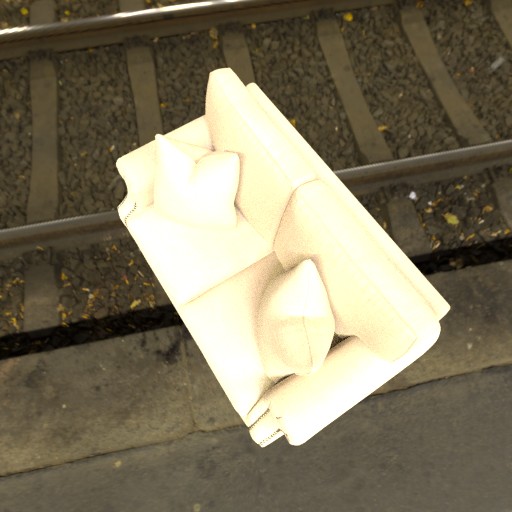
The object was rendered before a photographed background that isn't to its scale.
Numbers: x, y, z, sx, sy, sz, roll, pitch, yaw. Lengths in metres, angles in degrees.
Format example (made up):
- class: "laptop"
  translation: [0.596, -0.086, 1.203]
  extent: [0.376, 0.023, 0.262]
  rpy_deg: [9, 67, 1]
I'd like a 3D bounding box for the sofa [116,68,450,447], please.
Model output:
- class: "sofa"
  translation: [0.000, 0.000, 2.274]
  extent: [0.966, 0.966, 1.701]
  rpy_deg: [-31, 69, -13]
